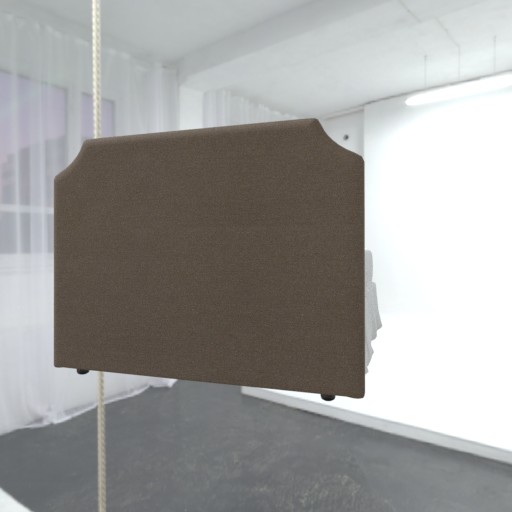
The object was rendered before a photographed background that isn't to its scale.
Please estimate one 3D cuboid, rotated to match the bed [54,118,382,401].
[{"bbox_3d":[0.000,0.000,3.186,1.693,1.290,2.116,0,1,18],"label":"bed"}]
